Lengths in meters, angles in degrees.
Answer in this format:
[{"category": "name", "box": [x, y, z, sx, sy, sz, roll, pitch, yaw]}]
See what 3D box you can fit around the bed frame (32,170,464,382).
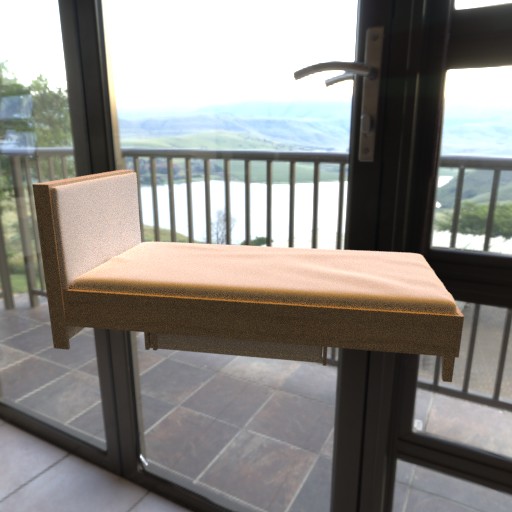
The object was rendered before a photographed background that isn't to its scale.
[{"category": "bed frame", "box": [0.000, 0.000, 2.667, 2.140, 0.920, 0.990, 3, 16, 10]}]
